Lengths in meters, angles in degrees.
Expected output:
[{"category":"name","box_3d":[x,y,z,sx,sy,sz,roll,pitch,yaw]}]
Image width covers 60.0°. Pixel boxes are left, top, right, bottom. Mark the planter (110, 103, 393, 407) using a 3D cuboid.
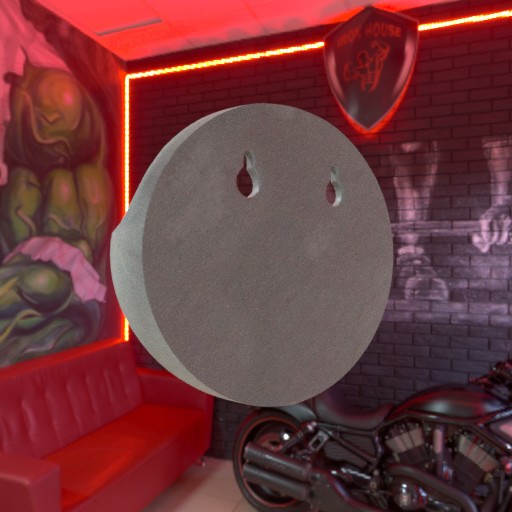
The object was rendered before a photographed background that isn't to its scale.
[{"category":"planter","box_3d":[0.000,0.000,0.272,0.190,0.164,0.073,0,0,-37]}]
